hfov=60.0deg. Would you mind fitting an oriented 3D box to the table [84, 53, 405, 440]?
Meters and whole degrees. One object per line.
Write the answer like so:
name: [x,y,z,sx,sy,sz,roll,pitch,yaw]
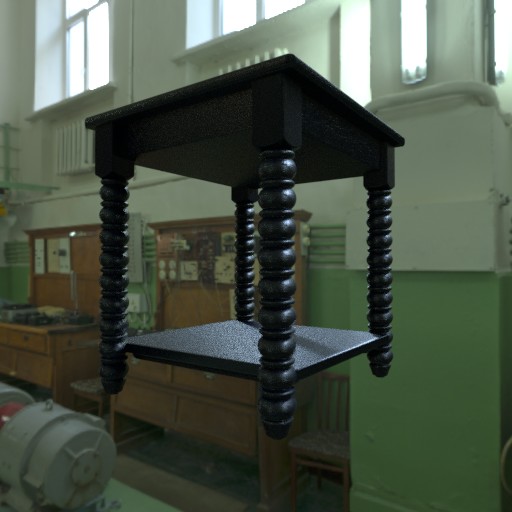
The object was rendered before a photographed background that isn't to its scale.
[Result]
table: [0.000,0.000,0.983,0.500,0.567,0.533,-1,-1,35]
